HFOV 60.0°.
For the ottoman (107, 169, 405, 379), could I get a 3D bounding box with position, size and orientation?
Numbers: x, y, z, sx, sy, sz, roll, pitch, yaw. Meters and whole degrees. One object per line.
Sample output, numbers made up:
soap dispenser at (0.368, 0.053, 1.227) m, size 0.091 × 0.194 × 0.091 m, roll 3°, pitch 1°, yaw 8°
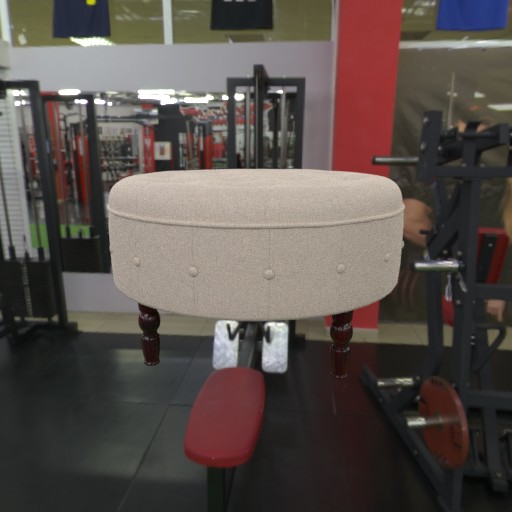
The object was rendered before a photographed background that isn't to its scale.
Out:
ottoman at (0.000, 0.000, 1.368) m, size 0.848 × 0.494 × 0.848 m, roll 0°, pitch 14°, yaw 0°
